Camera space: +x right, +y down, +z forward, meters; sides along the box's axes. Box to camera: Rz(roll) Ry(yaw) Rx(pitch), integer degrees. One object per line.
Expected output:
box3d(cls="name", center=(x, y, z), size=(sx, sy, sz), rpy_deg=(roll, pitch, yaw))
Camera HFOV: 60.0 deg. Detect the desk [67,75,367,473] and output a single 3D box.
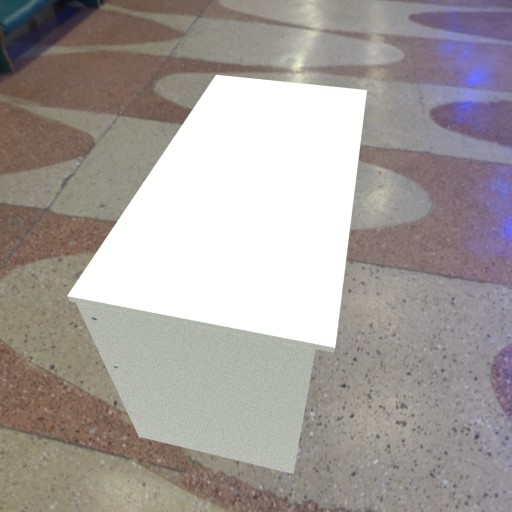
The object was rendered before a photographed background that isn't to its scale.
box3d(cls="desk", center=(0.000, 0.000, 1.517), size=(0.560, 0.730, 1.096), rpy_deg=(9, 47, 9))
